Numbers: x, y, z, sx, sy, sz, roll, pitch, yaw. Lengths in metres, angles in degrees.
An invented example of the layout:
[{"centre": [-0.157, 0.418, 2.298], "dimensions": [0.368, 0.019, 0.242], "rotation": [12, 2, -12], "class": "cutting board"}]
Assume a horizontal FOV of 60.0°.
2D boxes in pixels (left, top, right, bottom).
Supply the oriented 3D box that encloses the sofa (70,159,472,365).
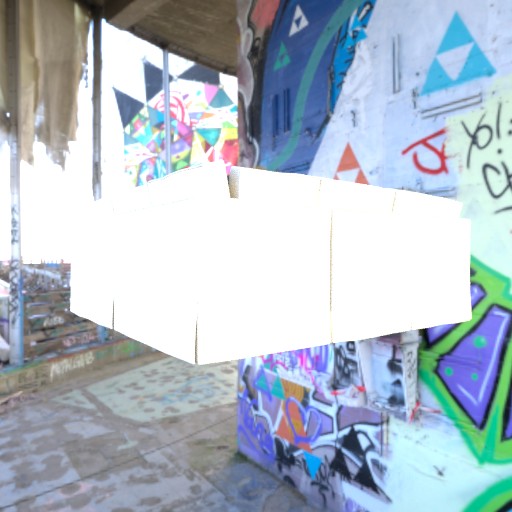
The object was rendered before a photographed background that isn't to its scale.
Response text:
[{"centre": [0.000, 0.000, 3.961], "dimensions": [2.591, 1.070, 2.597], "rotation": [0, 0, -36], "class": "sofa"}]
